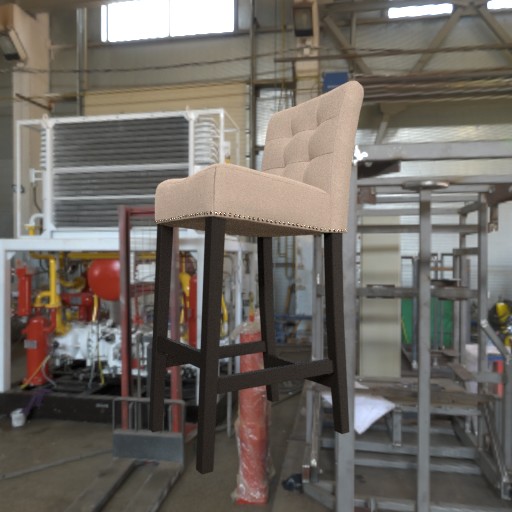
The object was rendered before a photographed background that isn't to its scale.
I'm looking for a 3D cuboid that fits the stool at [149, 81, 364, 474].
[{"bbox_3d":[0.000,0.000,1.349,0.548,1.047,0.411,0,0,-35],"label":"stool"}]
